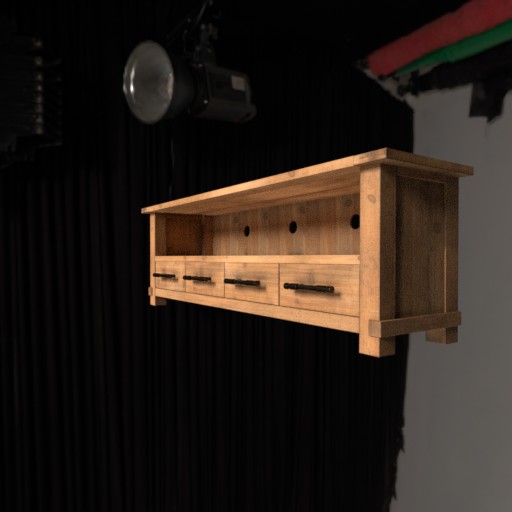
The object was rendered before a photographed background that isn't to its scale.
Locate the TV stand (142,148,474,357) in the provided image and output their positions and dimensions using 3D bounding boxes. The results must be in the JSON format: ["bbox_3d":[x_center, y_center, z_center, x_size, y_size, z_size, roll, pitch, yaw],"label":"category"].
[{"bbox_3d":[0.000,0.000,2.035,0.453,0.573,1.804,0,0,-35],"label":"TV stand"}]
